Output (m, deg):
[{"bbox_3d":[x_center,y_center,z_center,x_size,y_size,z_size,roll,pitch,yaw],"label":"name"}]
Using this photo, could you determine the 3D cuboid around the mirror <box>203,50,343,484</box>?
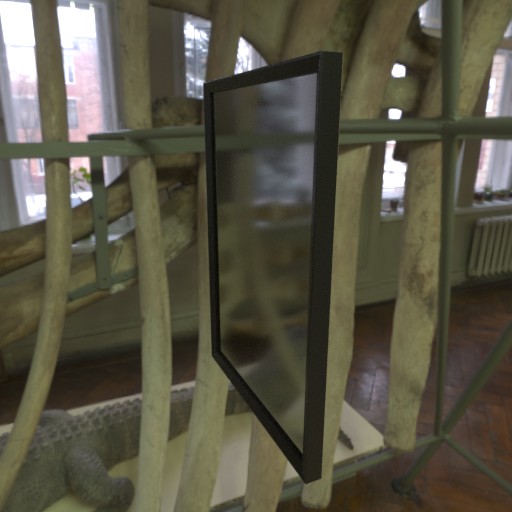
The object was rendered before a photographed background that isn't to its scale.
[{"bbox_3d":[0.000,0.000,0.919,0.039,0.710,0.507,-7,18,-24],"label":"mirror"}]
